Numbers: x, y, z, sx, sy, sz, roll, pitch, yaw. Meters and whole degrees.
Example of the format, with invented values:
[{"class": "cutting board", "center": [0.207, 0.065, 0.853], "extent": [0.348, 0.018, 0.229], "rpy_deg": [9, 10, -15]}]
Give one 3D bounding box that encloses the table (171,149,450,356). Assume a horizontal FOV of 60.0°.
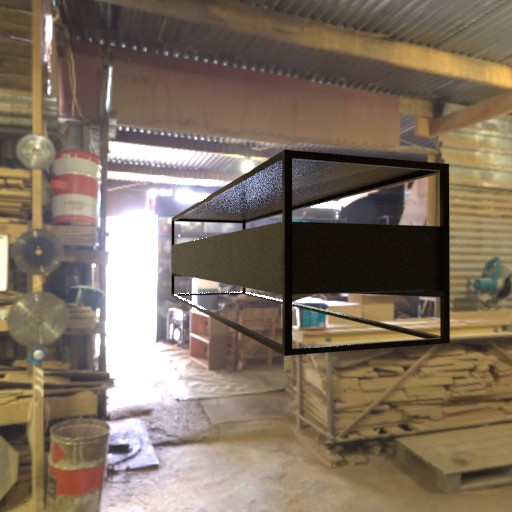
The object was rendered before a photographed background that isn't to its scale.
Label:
[{"class": "table", "center": [0.000, 0.000, 1.614], "extent": [0.399, 0.395, 1.486], "rpy_deg": [0, -1, -19]}]
